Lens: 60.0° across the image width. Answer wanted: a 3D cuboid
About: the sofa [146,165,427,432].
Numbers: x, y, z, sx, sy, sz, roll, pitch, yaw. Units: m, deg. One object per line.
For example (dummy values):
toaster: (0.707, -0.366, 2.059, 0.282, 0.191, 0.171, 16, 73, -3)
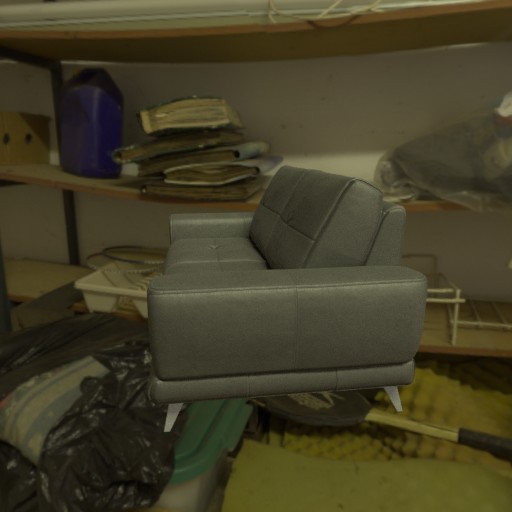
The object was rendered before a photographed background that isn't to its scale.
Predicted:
sofa: (0.000, 0.000, 2.370, 1.018, 0.907, 1.806, -2, 14, -8)
